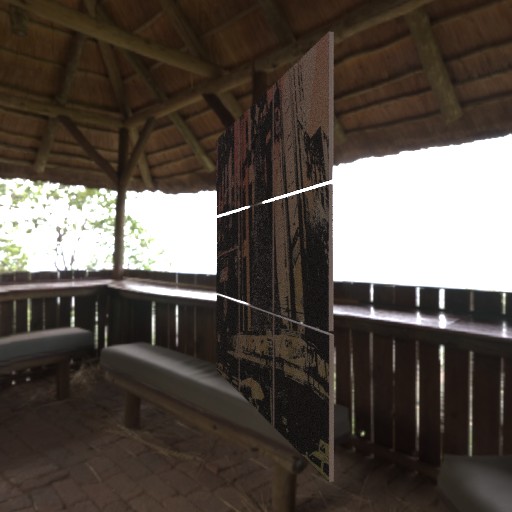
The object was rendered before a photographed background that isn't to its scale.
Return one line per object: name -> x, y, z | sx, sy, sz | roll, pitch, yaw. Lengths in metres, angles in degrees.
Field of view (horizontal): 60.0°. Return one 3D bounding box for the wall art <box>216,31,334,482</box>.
wall art -> 0.000, 0.000, 2.214 | 0.017, 1.521, 1.527 | 0, 0, -20
